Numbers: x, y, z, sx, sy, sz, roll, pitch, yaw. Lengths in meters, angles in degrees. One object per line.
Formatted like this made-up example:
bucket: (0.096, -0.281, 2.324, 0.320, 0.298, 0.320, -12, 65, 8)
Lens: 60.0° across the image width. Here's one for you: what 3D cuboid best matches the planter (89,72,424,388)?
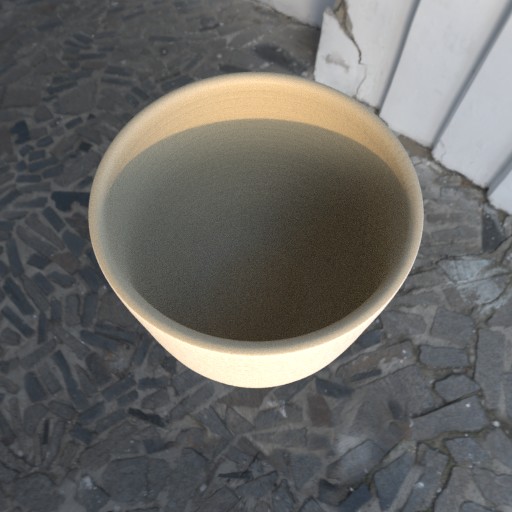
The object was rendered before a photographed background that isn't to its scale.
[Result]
planter: (0.000, 0.000, 0.362, 0.208, 0.190, 0.208, 0, 64, 0)
